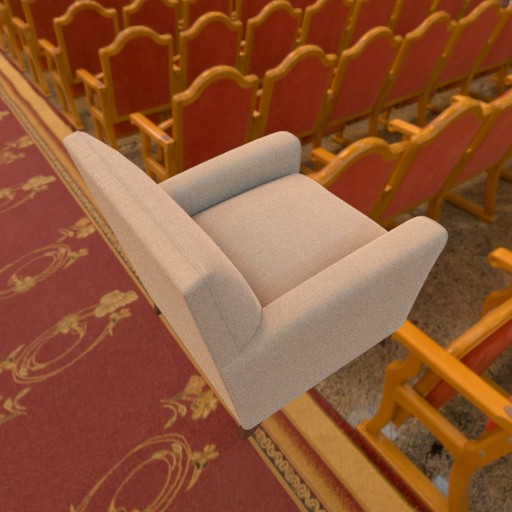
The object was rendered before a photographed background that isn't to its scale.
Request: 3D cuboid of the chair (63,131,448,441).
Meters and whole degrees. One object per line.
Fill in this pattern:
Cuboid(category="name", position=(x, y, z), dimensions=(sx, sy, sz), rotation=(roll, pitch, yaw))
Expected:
Cuboid(category="chair", position=(0.000, 0.000, 1.534), dimensions=(0.871, 0.846, 0.840), rotation=(-25, 48, -25))
